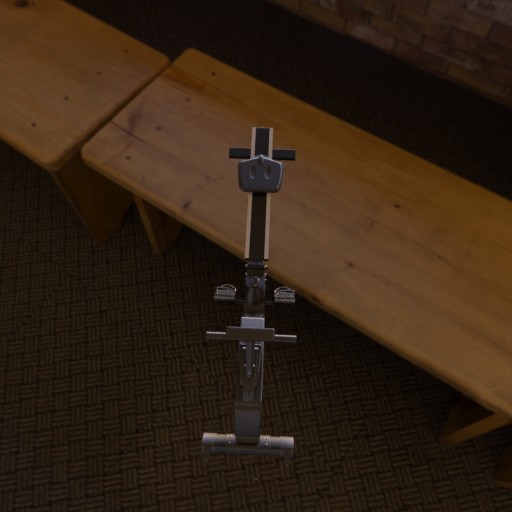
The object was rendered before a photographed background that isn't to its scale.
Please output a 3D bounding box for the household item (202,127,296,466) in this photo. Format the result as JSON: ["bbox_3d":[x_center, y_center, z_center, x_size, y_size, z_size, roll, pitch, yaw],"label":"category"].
[{"bbox_3d":[0.000,0.000,2.664,0.521,0.810,2.251,2,63,1],"label":"household item"}]
